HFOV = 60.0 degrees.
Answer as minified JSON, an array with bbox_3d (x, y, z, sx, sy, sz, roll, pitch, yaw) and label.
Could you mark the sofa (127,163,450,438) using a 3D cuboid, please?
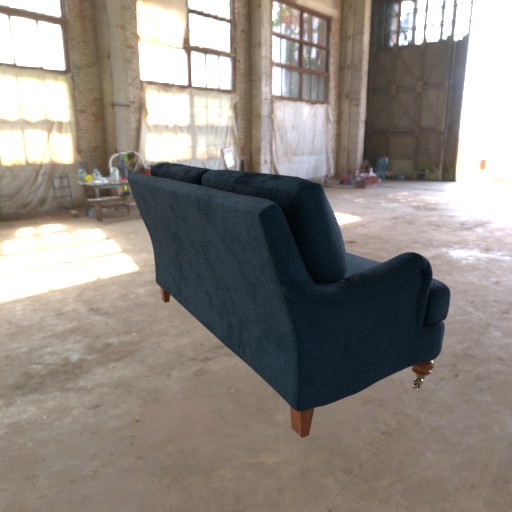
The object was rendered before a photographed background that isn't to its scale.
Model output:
[{"bbox_3d":[0.000,0.000,2.792,1.084,1.101,2.141,-8,16,-28],"label":"sofa"}]
